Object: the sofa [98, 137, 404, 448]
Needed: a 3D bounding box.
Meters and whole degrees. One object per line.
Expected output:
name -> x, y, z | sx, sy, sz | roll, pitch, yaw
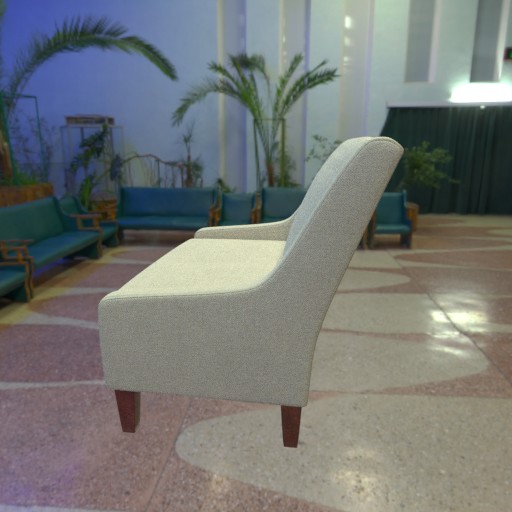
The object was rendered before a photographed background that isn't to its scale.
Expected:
sofa -> 0.000, 0.000, 1.898 | 0.946, 0.976, 1.212 | 2, 14, 8
